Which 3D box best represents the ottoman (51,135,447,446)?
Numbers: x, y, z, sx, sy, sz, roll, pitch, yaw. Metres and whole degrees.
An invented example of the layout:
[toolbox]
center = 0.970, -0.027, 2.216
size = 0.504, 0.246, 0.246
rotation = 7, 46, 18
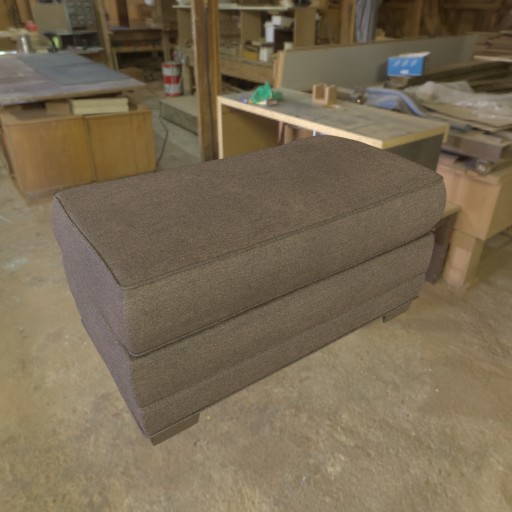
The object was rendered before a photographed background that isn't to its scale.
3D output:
[ottoman]
center = 0.000, 0.000, 1.143
size = 0.864, 0.448, 0.490
rotation = -20, 36, -29
